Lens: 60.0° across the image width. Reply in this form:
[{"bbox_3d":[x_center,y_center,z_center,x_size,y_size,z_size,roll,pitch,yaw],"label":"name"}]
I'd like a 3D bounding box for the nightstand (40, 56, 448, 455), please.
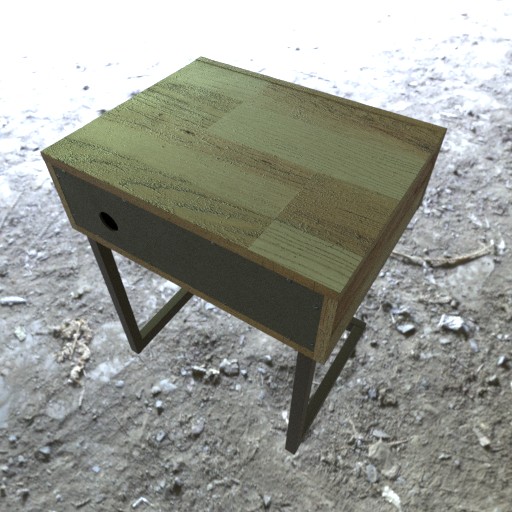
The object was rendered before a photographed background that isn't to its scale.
[{"bbox_3d":[0.000,0.000,1.012,0.558,0.632,0.481,25,52,22],"label":"nightstand"}]
